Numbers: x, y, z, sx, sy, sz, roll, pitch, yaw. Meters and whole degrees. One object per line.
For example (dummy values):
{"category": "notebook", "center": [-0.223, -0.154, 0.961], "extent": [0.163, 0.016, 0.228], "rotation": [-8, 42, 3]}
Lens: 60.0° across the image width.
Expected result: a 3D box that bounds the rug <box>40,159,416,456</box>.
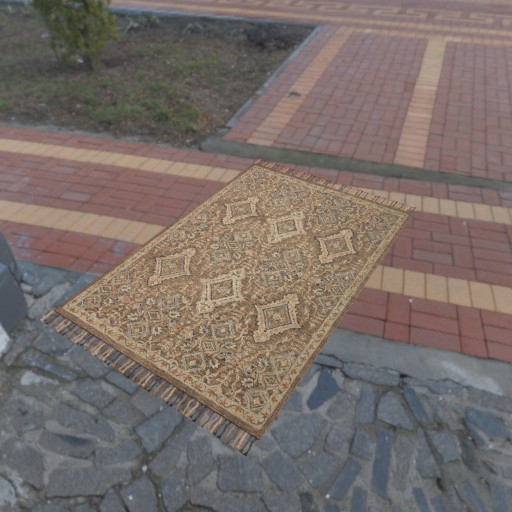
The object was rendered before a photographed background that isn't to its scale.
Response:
{"category": "rug", "center": [0.000, 0.000, 3.124], "extent": [1.516, 0.010, 2.434], "rotation": [23, 45, 25]}
